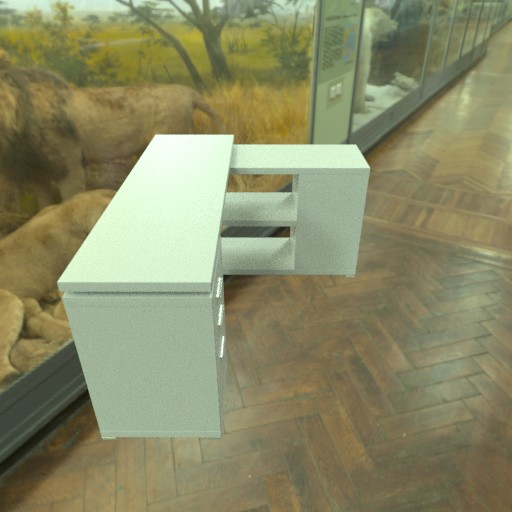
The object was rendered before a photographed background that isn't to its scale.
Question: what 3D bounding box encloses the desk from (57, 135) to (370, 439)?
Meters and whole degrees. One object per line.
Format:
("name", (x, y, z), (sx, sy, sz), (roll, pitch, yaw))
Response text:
("desk", (0.000, 0.000, 2.183), (1.200, 0.753, 1.524), (0, 32, 0))
